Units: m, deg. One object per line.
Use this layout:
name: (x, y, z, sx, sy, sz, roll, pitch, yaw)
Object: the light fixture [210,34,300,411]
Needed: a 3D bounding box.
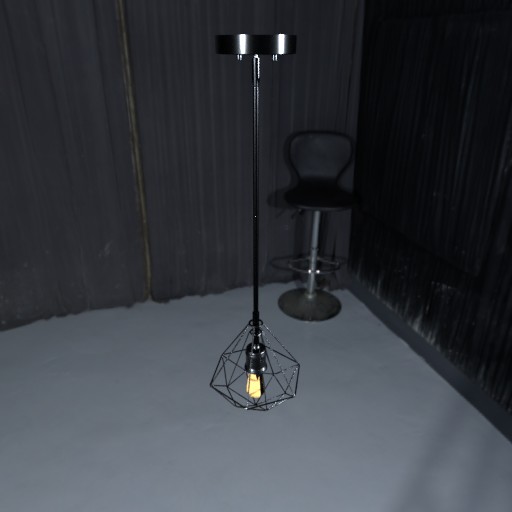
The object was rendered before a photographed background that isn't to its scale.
light fixture: (0.000, 0.000, 1.979, 0.487, 1.764, 0.431, -9, 27, -18)
